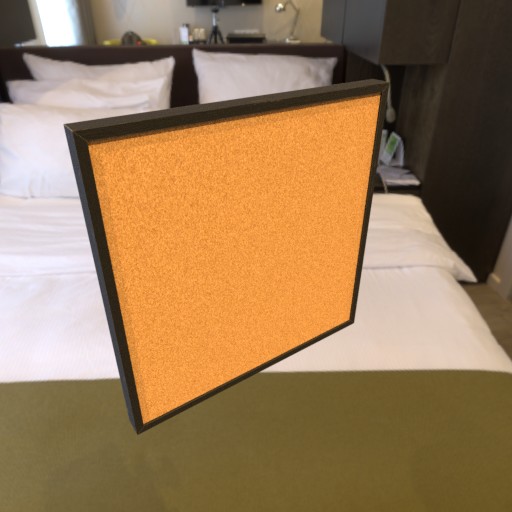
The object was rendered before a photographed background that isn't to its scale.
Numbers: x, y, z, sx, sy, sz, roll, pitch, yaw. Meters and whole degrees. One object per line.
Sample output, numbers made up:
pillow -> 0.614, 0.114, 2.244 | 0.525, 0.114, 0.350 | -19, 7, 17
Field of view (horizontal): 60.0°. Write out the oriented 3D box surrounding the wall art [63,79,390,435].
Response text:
wall art -> 0.000, 0.000, 0.743 | 0.506, 0.506, 0.036 | -20, 36, -29
